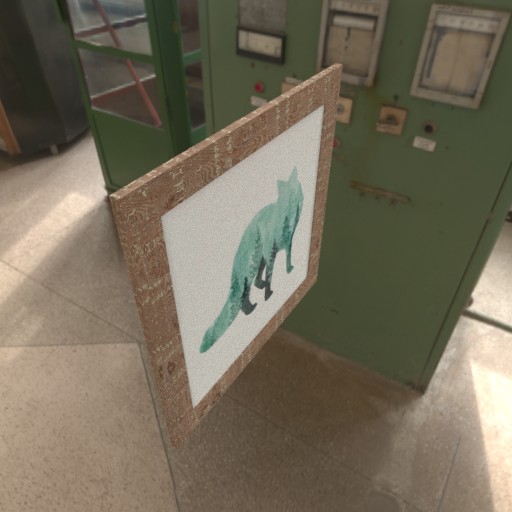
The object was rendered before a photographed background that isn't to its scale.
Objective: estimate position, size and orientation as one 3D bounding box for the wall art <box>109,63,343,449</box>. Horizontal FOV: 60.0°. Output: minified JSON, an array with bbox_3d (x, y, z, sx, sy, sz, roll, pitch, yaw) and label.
[{"bbox_3d":[0.000,0.000,0.577,0.012,0.384,0.384,23,46,25],"label":"wall art"}]
